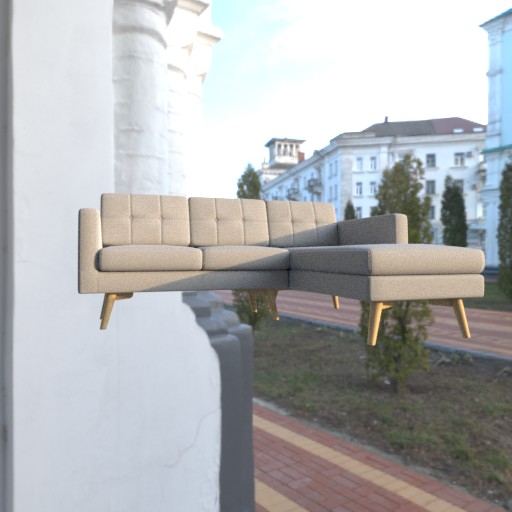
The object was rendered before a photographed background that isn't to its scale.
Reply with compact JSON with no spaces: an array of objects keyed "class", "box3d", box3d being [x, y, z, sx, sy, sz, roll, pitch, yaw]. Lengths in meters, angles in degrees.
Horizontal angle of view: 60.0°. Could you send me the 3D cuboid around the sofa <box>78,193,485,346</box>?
[{"class":"sofa","box3d":[0.000,0.000,2.700,2.040,0.860,1.530,0,0,-19]}]
